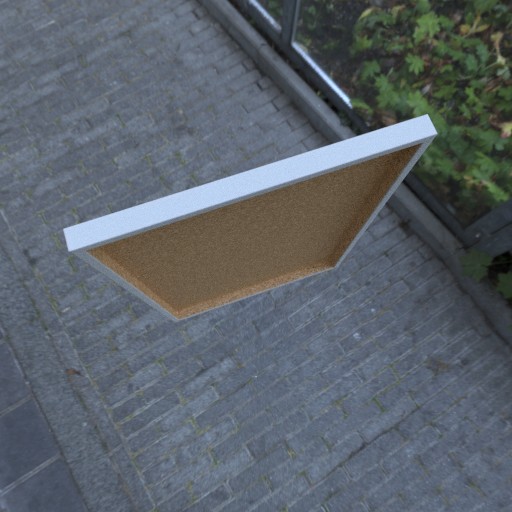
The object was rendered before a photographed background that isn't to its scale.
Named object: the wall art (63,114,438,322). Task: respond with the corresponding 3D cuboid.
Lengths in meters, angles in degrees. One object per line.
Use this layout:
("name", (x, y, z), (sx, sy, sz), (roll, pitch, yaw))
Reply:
("wall art", (0.000, 0.000, 1.140), (0.610, 0.914, 0.038), (-18, 76, -5))
